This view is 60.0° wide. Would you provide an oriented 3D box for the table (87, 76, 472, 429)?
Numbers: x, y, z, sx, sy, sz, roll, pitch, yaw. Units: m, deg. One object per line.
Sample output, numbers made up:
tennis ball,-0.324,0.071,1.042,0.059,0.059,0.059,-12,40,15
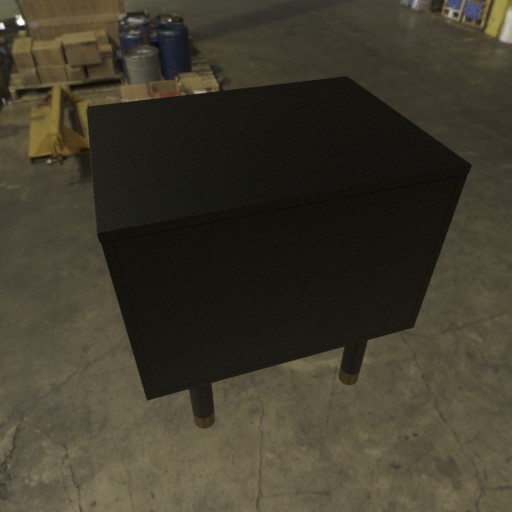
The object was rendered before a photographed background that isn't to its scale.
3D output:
table,0.000,0.000,0.973,0.564,0.584,0.441,-12,42,-14
